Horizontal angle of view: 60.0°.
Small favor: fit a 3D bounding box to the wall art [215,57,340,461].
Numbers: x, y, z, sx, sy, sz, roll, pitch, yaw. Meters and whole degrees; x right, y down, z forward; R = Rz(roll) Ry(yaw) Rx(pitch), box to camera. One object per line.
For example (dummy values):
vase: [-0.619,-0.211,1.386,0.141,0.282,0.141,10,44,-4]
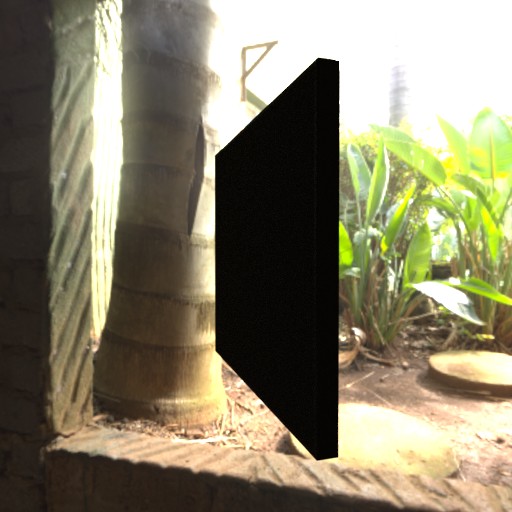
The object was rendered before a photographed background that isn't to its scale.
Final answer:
wall art: [0.000,0.000,0.772,0.029,0.458,0.559,0,1,-17]
